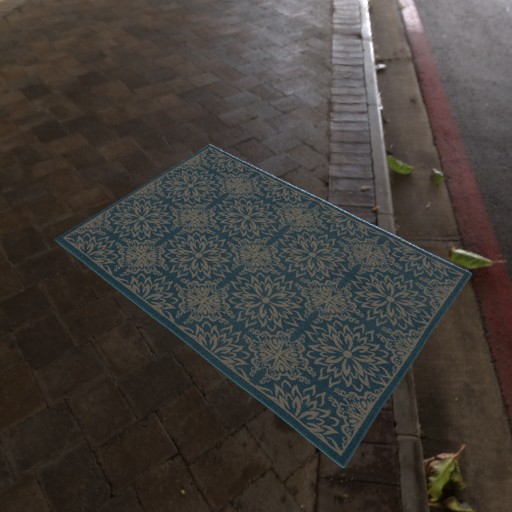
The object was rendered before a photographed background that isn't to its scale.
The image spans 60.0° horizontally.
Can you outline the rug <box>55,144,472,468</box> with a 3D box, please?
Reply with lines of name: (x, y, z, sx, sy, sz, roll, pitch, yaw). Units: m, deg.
rug: (0.000, 0.000, 2.320, 1.833, 0.012, 1.211, 31, 54, 26)
